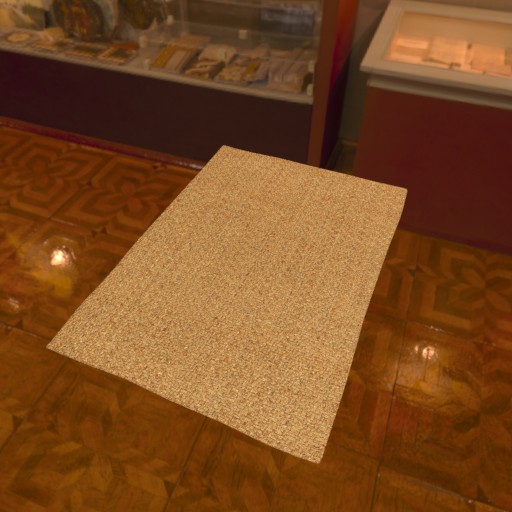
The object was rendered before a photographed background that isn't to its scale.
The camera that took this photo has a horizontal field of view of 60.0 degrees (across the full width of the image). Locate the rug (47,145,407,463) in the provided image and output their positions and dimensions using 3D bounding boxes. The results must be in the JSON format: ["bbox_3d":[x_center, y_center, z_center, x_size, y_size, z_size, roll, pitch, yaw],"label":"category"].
[{"bbox_3d":[0.000,0.000,2.838,1.566,0.013,2.141,17,49,16],"label":"rug"}]
